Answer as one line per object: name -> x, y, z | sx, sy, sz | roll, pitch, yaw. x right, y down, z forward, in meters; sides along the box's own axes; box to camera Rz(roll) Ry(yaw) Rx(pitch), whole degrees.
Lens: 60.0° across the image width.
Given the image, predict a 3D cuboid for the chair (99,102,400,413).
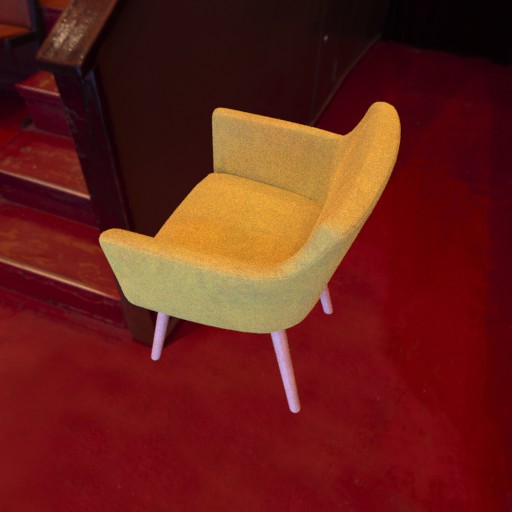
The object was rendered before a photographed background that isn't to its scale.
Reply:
chair -> 0.000, 0.000, 1.184 | 0.570, 0.780, 0.570 | 16, 49, 15
